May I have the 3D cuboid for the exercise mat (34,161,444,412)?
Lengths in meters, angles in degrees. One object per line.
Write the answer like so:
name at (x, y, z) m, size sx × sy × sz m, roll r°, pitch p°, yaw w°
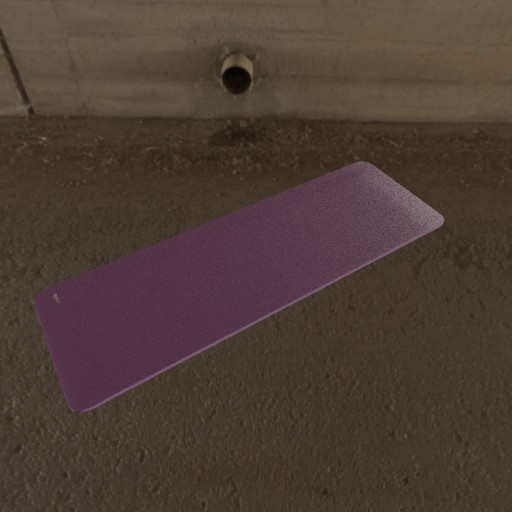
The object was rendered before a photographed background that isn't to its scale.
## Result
exercise mat at (0.000, 0.000, 2.034) m, size 1.869 × 0.021 × 0.616 m, roll -25°, pitch 52°, yaw -21°
